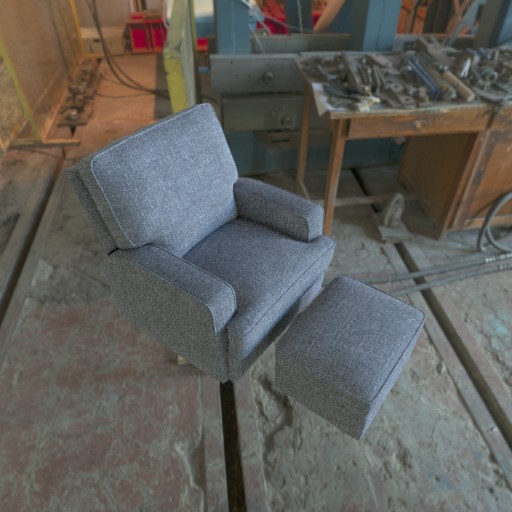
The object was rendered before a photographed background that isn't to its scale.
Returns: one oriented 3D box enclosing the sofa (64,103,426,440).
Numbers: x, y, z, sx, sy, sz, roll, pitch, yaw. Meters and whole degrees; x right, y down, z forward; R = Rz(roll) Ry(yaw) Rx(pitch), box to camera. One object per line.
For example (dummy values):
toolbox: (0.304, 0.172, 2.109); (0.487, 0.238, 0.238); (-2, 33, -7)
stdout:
sofa: (0.000, 0.000, 1.993); (1.472, 0.959, 0.861); (27, 48, 27)
